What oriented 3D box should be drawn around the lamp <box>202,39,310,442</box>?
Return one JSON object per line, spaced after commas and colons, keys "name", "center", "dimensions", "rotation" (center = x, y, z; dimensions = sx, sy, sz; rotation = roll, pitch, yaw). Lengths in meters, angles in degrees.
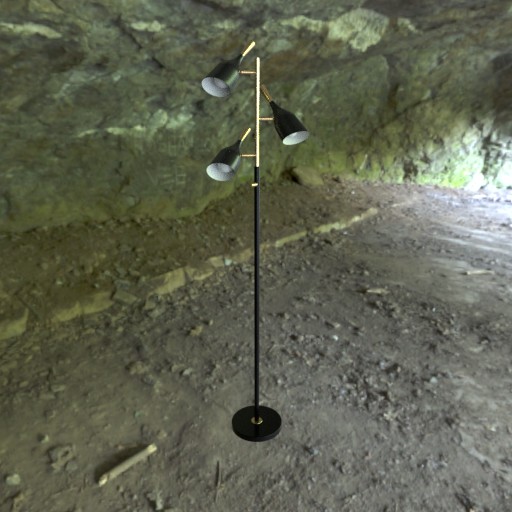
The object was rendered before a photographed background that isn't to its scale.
{"name": "lamp", "center": [0.000, 0.000, 1.977], "dimensions": [0.434, 1.778, 0.253], "rotation": [-2, 17, -8]}
